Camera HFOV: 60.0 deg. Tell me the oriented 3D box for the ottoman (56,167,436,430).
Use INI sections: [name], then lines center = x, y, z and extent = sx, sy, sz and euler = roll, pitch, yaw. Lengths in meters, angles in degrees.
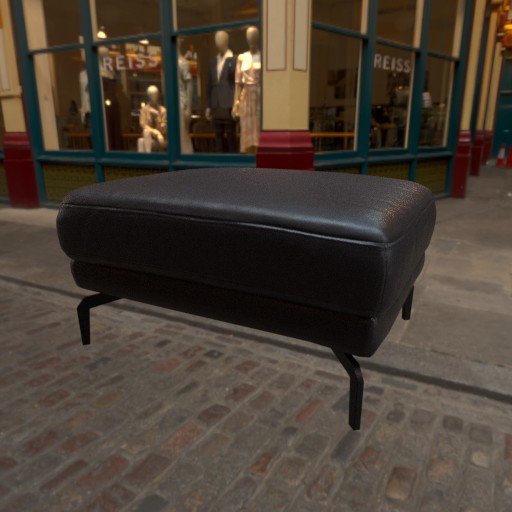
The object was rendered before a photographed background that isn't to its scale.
[ottoman]
center = 0.000, 0.000, 1.084
extent = 0.764, 0.402, 0.570
euler = 9, 19, 27
